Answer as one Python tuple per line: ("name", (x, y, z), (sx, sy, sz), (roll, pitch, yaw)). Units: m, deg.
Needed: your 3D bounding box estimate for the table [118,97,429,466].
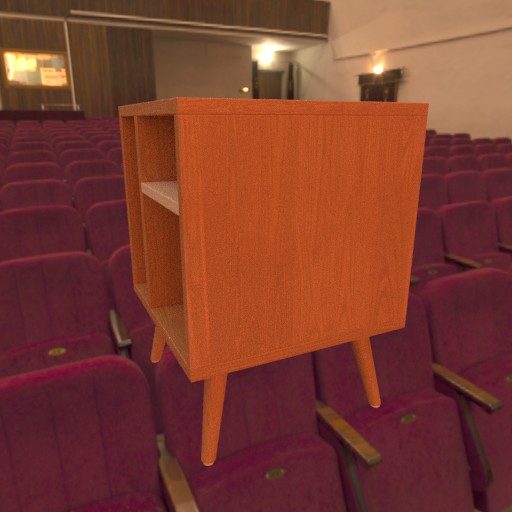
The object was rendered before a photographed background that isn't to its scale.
("table", (0.000, 0.000, 0.852), (0.400, 0.550, 0.400), (-8, 19, -25))
